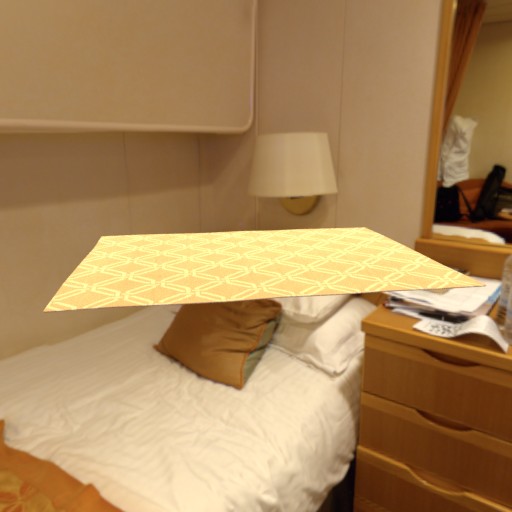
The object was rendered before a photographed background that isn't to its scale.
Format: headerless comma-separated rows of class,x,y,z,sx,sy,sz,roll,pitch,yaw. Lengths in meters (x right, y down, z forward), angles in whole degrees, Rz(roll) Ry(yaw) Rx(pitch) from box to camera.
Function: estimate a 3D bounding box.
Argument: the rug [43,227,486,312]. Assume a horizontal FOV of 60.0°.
rug,0.000,0.000,4.425,3.365,0.020,2.452,-2,15,-9
